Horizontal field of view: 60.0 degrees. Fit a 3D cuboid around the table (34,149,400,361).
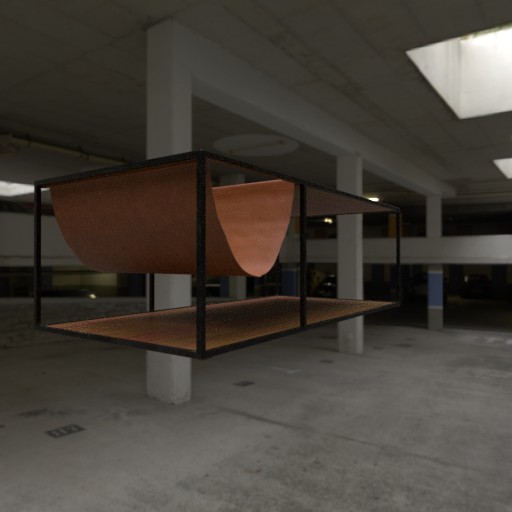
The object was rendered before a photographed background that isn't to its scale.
[{"bbox_3d":[0.000,0.000,1.495,0.597,0.403,1.199,0,0,35],"label":"table"}]
